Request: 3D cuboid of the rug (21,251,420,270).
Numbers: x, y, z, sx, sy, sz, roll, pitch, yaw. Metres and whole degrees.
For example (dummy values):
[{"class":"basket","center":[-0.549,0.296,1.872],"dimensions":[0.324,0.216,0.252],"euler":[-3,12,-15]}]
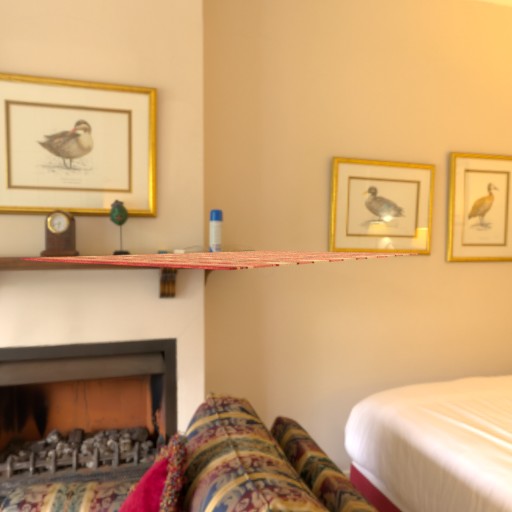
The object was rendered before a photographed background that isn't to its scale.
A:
[{"class":"rug","center":[0.000,0.000,3.038],"dimensions":[1.535,0.010,2.431],"euler":[1,2,36]}]
